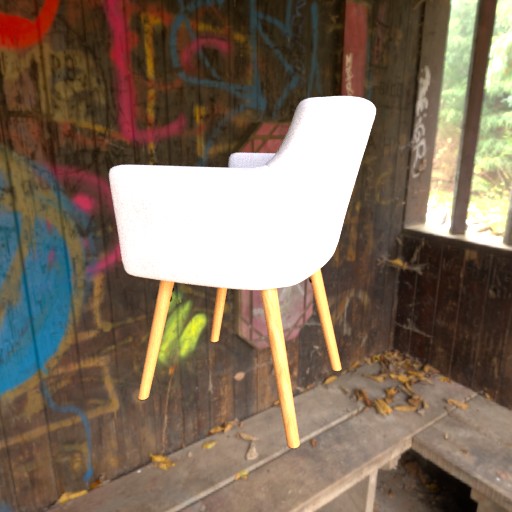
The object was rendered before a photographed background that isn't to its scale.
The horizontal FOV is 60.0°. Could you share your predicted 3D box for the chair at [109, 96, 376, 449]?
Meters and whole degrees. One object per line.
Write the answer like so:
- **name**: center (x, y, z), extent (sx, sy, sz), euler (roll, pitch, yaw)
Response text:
- **chair**: center (0.000, 0.000, 1.172), extent (0.540, 0.780, 0.570), euler (8, 18, 25)
